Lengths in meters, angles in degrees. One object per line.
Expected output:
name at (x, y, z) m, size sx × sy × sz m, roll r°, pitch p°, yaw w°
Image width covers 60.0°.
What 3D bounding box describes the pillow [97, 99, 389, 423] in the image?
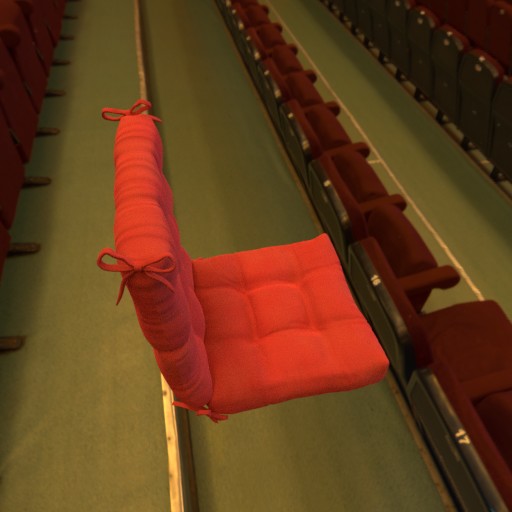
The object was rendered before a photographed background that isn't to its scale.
pillow at (0.000, 0.000, 1.025) m, size 0.571 × 0.605 × 0.519 m, roll -9°, pitch 47°, yaw -9°
